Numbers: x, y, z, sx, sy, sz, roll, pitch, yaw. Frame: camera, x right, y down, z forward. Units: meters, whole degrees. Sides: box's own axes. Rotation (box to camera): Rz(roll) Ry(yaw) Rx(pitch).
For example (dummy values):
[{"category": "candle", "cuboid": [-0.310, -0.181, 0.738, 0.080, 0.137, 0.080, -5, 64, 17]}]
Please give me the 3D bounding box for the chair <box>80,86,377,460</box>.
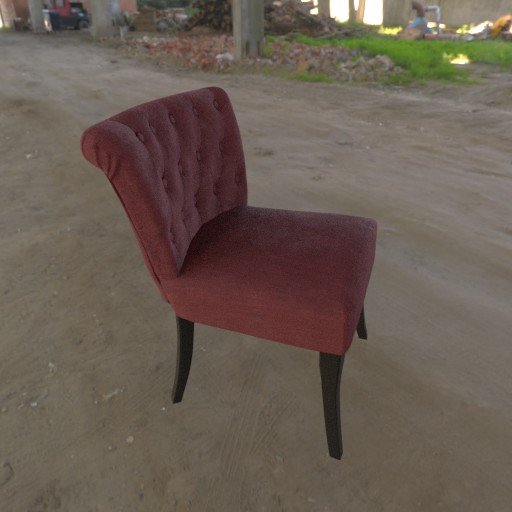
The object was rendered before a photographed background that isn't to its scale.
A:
[{"category": "chair", "cuboid": [0.000, 0.000, 1.160, 0.605, 0.750, 0.582, 10, 31, 17]}]
